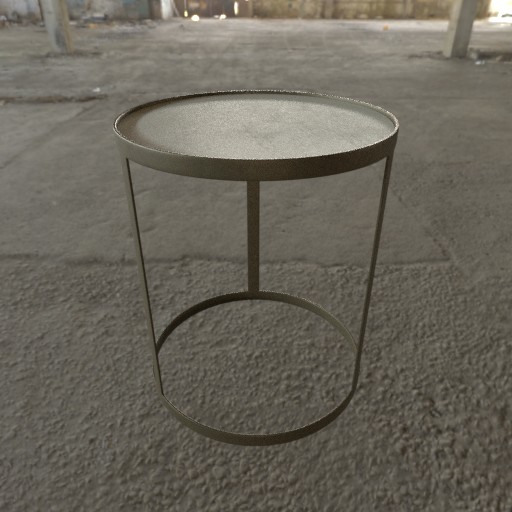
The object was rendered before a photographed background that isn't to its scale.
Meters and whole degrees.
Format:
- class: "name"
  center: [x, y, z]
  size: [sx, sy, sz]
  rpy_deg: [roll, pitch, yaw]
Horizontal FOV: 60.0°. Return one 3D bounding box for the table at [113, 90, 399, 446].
- class: "table"
  center: [0.000, 0.000, 0.913]
  size: [0.480, 0.565, 0.480]
  rpy_deg: [0, 30, 0]
